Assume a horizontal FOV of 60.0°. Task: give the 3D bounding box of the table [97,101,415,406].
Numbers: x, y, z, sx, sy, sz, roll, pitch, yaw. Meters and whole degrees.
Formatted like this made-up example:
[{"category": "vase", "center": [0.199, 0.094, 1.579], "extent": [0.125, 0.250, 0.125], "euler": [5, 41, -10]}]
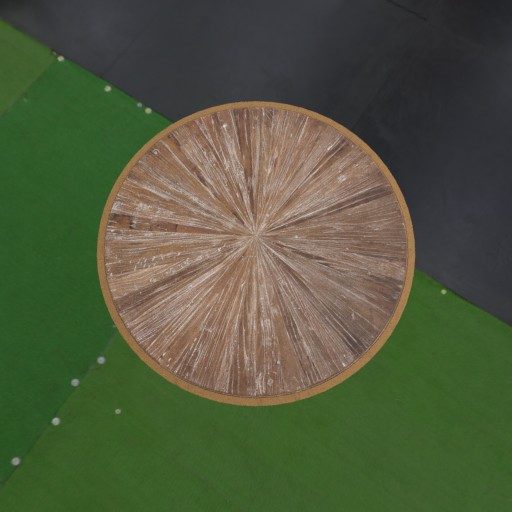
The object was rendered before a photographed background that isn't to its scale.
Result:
[{"category": "table", "center": [0.000, 0.000, 1.592], "extent": [1.001, 0.409, 1.001], "euler": [0, 74, 0]}]
